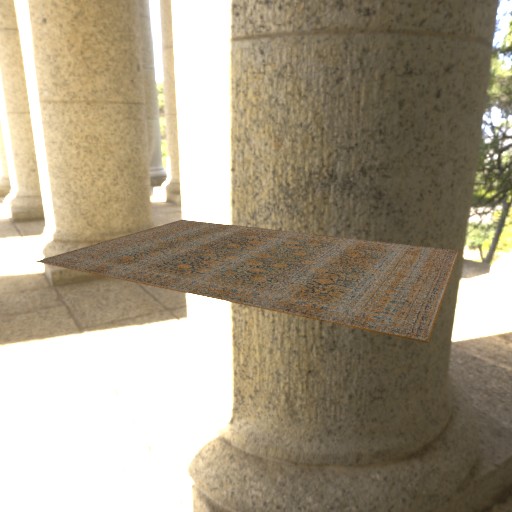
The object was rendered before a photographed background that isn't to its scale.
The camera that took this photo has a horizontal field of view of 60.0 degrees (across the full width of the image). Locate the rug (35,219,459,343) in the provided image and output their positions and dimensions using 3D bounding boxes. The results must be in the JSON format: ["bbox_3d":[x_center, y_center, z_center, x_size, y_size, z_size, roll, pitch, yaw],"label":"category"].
[{"bbox_3d":[0.000,0.000,2.907,2.336,0.007,1.525,8,18,27],"label":"rug"}]
